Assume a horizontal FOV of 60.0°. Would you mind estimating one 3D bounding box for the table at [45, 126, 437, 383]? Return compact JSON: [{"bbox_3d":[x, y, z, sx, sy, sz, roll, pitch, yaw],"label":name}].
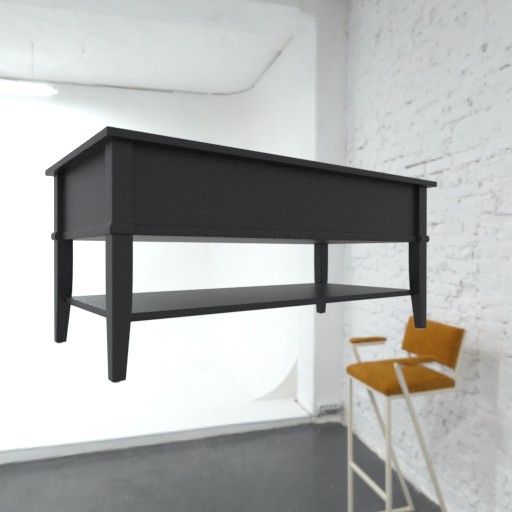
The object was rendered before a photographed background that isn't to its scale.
[{"bbox_3d":[0.000,0.000,1.309,1.044,0.470,0.523,0,0,-36],"label":"table"}]
